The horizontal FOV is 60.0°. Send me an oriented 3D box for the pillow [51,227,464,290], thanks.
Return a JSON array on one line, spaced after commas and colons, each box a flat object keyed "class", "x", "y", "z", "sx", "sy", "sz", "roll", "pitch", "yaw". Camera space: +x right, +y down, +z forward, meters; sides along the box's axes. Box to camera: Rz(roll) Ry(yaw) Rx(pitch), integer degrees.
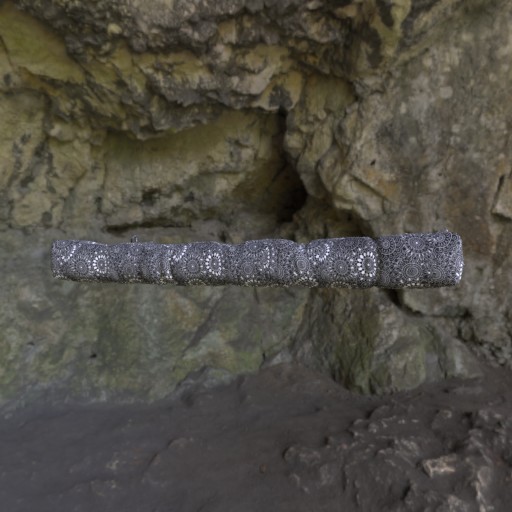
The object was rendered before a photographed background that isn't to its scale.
[{"class": "pillow", "x": 0.000, "y": 0.000, "z": 1.357, "sx": 1.194, "sy": 0.174, "sz": 0.511, "roll": 0, "pitch": -1, "yaw": 19}]
